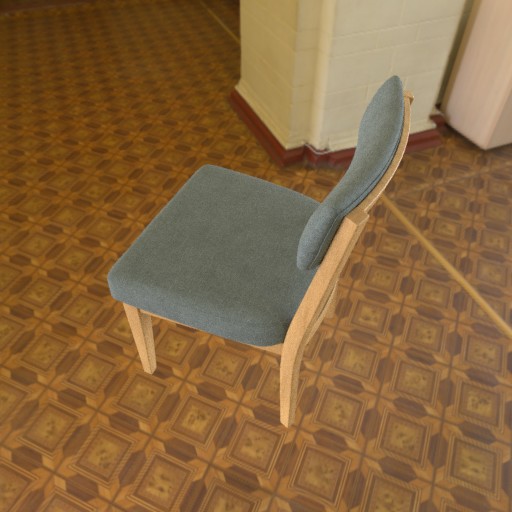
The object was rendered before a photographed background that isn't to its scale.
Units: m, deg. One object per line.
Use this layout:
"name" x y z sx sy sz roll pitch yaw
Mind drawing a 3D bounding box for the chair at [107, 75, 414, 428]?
"chair" 0.000 0.000 1.140 0.572 0.832 0.508 17 49 16
